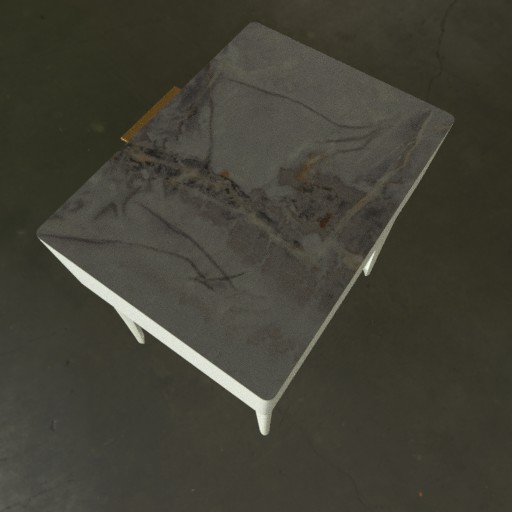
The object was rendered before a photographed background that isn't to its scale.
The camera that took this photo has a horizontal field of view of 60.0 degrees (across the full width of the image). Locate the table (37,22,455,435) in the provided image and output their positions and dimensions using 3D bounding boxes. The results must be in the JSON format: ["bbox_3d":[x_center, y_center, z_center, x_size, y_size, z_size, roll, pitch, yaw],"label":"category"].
[{"bbox_3d":[0.000,0.000,0.879,0.400,0.570,0.500,32,69,14],"label":"table"}]
